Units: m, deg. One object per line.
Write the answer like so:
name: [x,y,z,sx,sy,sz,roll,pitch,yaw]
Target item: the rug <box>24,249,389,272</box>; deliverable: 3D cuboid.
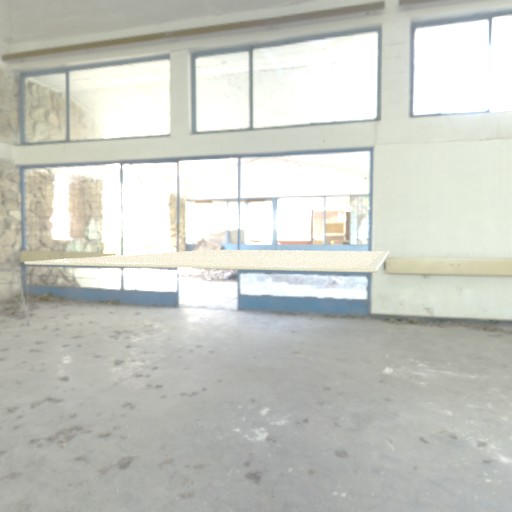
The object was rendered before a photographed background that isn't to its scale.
rug: [0.000,0.000,4.858,2.734,0.037,3.659,1,3,18]
